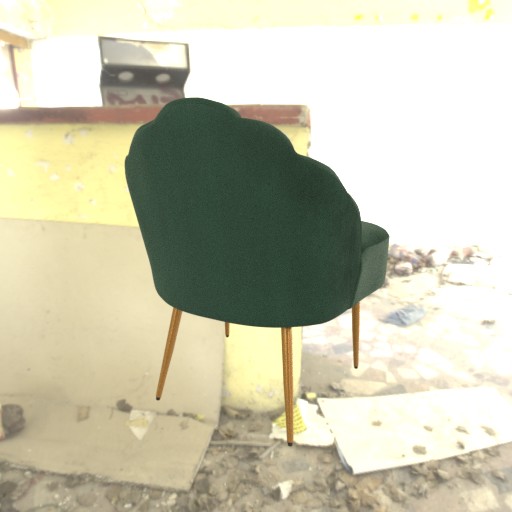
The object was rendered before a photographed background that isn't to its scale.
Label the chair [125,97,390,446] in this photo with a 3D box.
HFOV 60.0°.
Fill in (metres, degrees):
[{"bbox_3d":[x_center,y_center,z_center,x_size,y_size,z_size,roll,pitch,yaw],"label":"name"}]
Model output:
[{"bbox_3d":[0.000,0.000,1.267,0.657,0.819,0.599,8,17,27],"label":"chair"}]
